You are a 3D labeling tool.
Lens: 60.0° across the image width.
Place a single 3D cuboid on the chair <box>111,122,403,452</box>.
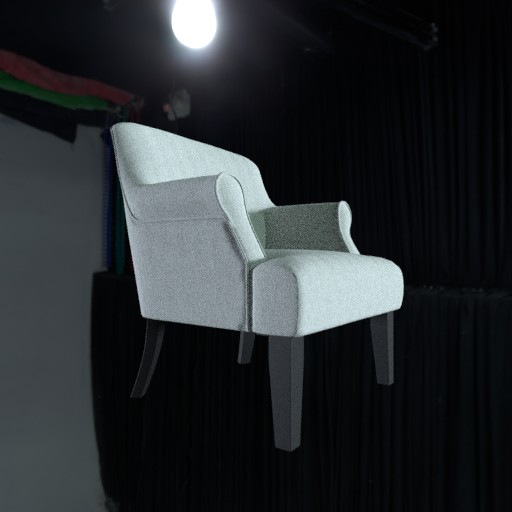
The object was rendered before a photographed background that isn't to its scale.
[{"bbox_3d":[0.000,0.000,1.458,0.750,0.875,0.781,0,-1,36],"label":"chair"}]
